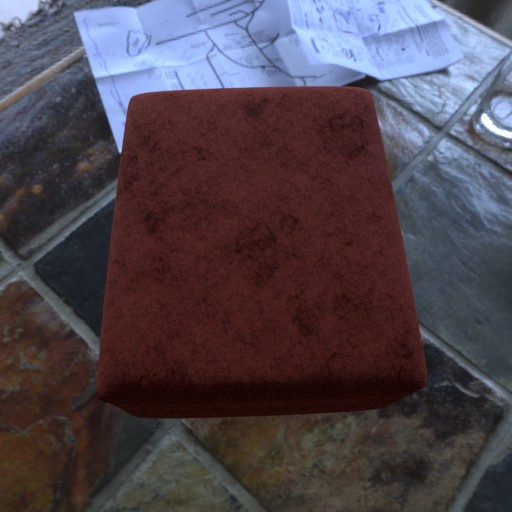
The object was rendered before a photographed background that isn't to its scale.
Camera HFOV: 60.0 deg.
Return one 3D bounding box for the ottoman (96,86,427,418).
[{"bbox_3d":[0.000,0.000,1.163,0.650,0.462,0.782,-2,65,-1],"label":"ottoman"}]
